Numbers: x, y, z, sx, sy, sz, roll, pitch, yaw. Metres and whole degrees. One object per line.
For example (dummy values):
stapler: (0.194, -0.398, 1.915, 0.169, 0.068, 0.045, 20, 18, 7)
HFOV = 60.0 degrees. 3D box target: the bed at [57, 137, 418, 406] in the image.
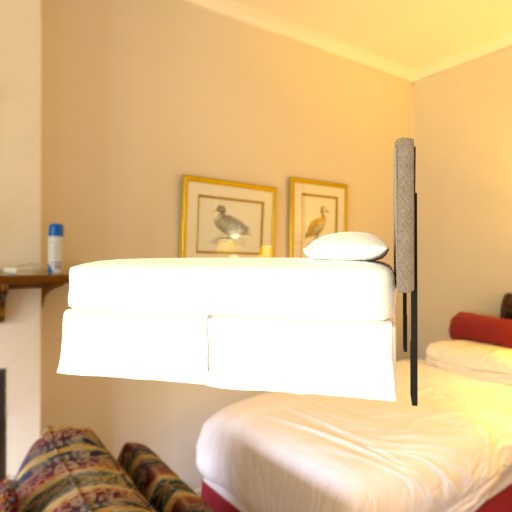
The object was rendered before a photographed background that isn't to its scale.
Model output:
bed: (0.000, 0.000, 3.269, 2.153, 1.518, 1.713, 0, 0, 17)
